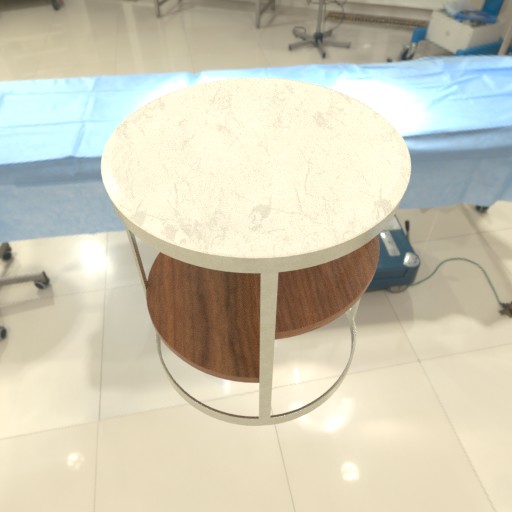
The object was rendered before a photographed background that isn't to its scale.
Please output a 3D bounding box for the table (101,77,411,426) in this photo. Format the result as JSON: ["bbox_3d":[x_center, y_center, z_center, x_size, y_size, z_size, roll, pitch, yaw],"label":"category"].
[{"bbox_3d":[0.000,0.000,0.756,0.407,0.447,0.407,0,47,0],"label":"table"}]
